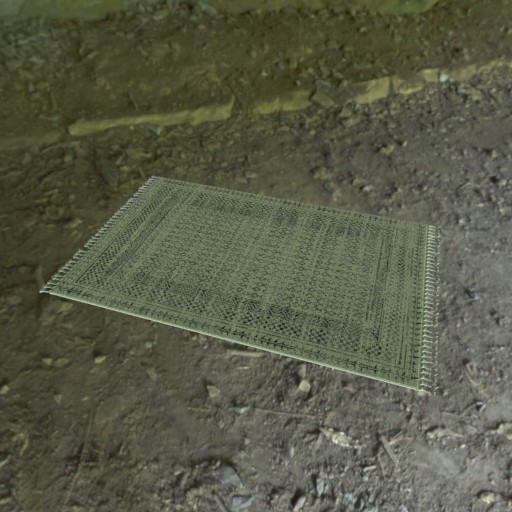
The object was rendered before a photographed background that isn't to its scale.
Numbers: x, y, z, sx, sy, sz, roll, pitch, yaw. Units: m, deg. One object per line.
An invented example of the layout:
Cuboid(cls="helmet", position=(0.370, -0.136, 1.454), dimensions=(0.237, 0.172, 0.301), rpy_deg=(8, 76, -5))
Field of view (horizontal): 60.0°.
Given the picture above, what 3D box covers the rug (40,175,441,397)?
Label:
Cuboid(cls="rug", position=(0.000, 0.000, 3.134), dimensions=(2.486, 0.013, 1.548), rpy_deg=(12, 42, 14))
